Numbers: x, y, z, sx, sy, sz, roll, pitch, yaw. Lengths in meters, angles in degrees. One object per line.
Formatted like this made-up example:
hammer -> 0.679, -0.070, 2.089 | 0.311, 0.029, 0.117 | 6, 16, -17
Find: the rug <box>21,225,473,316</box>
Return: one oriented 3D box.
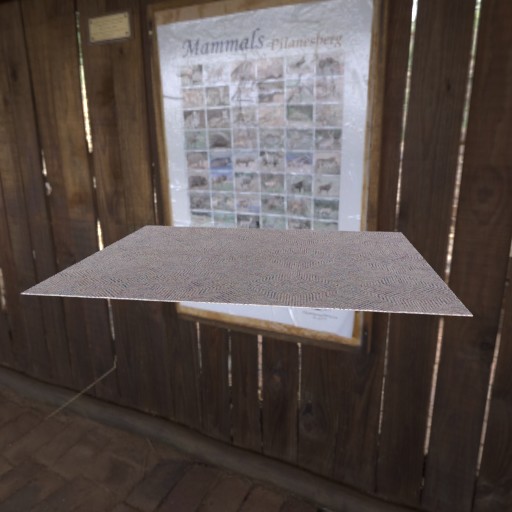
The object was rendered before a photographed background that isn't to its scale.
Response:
rug -> 0.000, 0.000, 4.118 | 3.046, 0.008, 2.442 | 2, 16, 7
